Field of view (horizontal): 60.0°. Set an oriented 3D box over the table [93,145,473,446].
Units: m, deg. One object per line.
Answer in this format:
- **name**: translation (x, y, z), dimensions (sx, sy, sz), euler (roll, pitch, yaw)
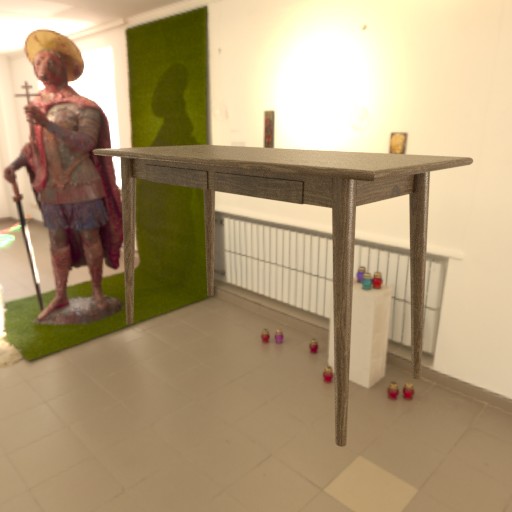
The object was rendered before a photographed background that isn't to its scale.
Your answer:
- **table**: translation (0.000, 0.000, 1.714), dimensions (1.300, 0.780, 0.599), euler (15, 22, 42)
